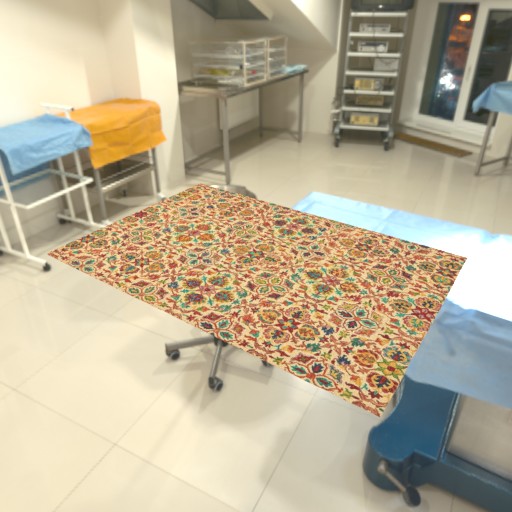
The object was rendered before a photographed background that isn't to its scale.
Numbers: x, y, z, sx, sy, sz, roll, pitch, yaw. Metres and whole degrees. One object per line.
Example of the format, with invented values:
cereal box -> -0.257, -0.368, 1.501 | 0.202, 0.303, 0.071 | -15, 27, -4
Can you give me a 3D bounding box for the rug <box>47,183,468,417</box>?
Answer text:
rug -> 0.000, 0.000, 2.321 | 1.838, 0.013, 1.226 | 19, 36, 29
